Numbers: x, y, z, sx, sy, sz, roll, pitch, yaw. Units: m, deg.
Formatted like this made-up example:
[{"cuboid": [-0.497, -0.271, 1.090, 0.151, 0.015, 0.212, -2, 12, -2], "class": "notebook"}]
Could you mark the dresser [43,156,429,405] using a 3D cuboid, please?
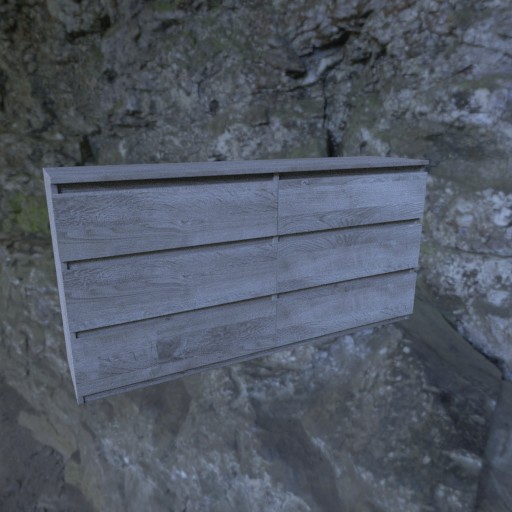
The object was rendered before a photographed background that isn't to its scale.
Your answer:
[{"cuboid": [0.000, 0.000, 1.944, 1.590, 0.795, 0.390, -8, 18, -27], "class": "dresser"}]
